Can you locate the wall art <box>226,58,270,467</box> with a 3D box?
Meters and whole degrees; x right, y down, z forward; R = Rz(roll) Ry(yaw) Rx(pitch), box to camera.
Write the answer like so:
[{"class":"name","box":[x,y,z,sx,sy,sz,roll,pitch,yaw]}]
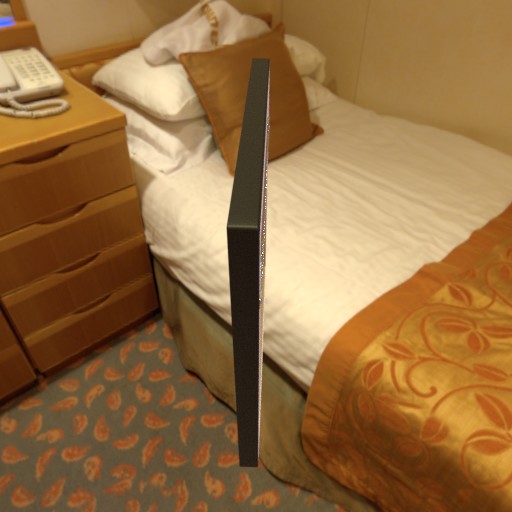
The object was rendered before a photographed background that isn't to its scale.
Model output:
[{"class":"wall art","box":[0.000,0.000,0.929,0.043,0.611,0.610,2,41,2]}]
